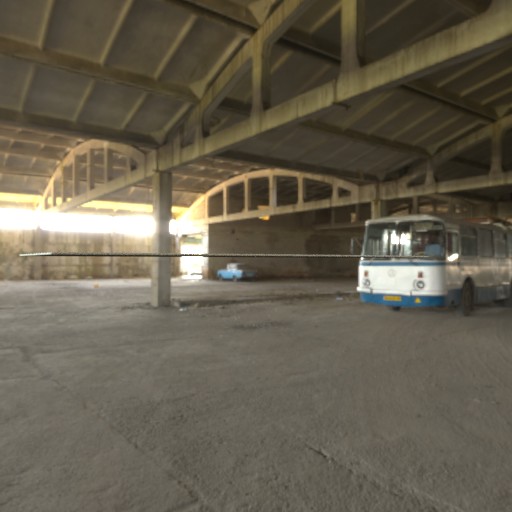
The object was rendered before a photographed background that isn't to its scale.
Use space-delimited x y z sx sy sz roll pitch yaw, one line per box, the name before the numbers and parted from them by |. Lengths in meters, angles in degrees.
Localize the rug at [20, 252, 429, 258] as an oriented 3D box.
rug | 0.000 0.000 2.668 2.435 0.009 0.750 0 -1 -36
